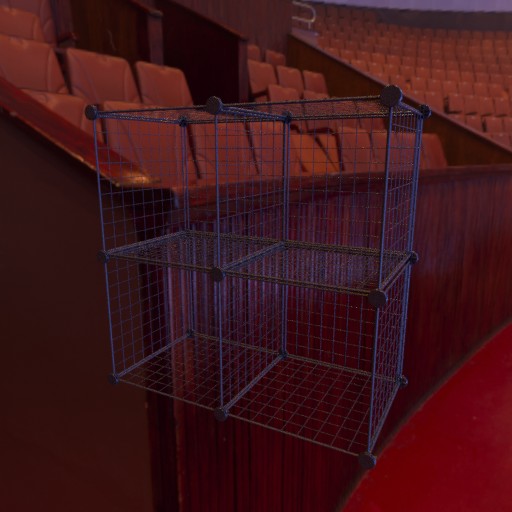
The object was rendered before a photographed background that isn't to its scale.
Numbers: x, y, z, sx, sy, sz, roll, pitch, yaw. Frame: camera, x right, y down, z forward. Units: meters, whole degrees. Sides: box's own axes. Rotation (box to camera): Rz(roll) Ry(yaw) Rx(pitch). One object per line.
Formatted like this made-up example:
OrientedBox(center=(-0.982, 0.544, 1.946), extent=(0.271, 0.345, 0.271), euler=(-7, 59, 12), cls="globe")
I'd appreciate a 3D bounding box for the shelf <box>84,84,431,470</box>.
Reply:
OrientedBox(center=(0.000, 0.000, 1.096), extent=(0.711, 0.711, 0.356), euler=(7, 15, 27), cls="shelf")
